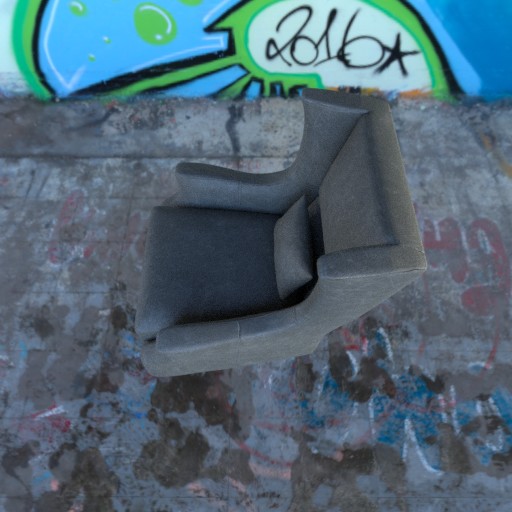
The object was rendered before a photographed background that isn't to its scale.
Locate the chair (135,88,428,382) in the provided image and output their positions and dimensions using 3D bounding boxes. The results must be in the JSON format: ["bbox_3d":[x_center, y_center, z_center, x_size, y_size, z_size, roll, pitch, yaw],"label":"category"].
[{"bbox_3d":[0.000,0.000,1.763,0.926,1.016,0.853,0,59,0],"label":"chair"}]
